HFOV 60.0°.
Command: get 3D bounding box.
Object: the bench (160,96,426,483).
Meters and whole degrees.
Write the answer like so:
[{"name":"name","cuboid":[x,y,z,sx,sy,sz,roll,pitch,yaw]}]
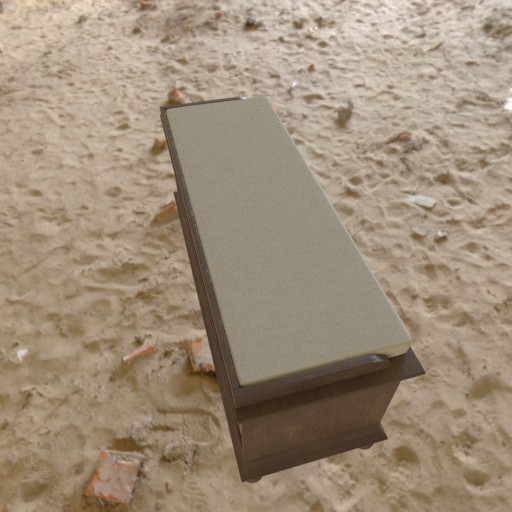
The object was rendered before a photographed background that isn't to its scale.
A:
[{"name":"bench","cuboid":[0.000,0.000,1.415,0.402,0.501,1.185,-11,48,-10]}]
